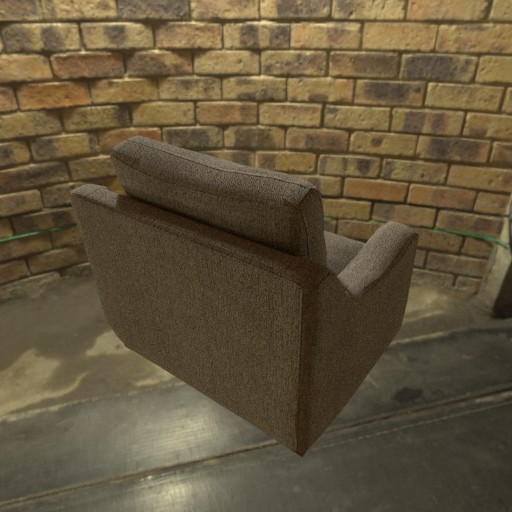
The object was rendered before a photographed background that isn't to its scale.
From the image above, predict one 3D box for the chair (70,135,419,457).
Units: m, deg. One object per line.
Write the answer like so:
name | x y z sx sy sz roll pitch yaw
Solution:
chair | 0.000 0.000 1.960 1.138 1.037 1.009 20 36 31
